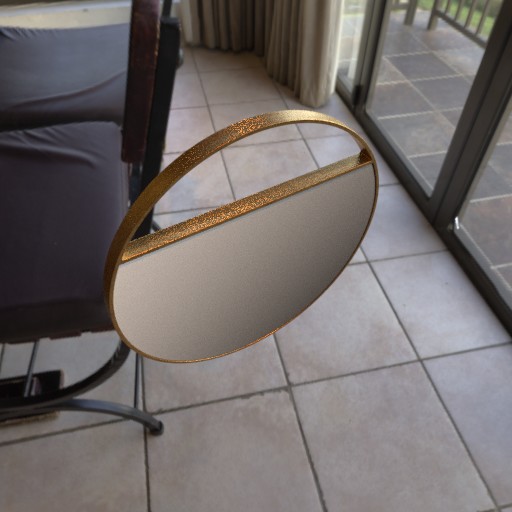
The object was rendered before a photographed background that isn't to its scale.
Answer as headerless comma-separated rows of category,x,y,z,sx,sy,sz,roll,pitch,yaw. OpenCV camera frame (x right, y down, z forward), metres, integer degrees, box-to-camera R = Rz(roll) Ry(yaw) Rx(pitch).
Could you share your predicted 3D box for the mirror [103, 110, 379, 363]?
mirror,0.000,0.000,0.839,0.565,0.565,0.032,-24,52,-20
